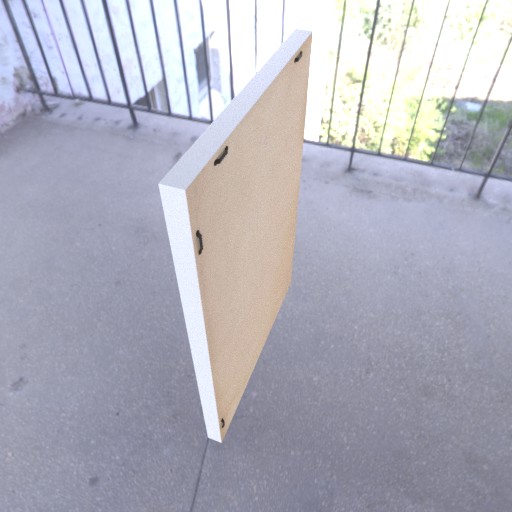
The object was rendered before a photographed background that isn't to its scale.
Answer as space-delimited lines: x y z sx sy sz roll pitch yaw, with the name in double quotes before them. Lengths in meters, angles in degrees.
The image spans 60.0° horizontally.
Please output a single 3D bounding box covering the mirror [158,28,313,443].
"mirror" 0.000 0.000 0.908 0.039 0.710 0.507 16 48 14
